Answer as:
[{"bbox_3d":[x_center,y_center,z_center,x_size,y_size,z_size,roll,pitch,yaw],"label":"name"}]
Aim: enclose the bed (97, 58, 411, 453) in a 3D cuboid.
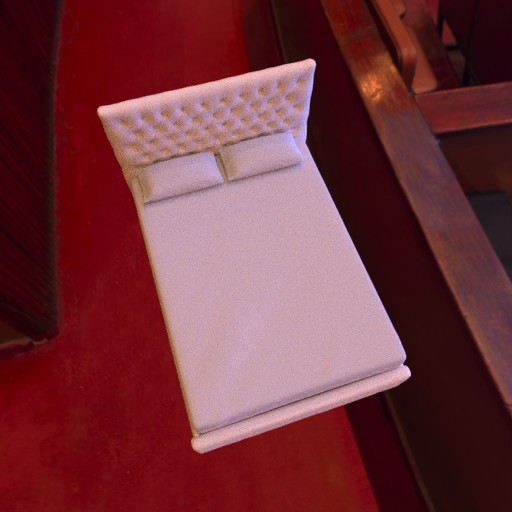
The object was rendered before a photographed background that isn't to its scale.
[{"bbox_3d":[0.000,0.000,3.457,1.698,1.427,2.387,-16,65,-8],"label":"bed"}]
